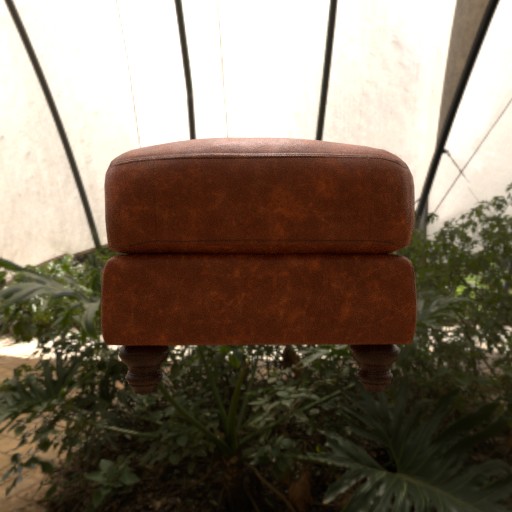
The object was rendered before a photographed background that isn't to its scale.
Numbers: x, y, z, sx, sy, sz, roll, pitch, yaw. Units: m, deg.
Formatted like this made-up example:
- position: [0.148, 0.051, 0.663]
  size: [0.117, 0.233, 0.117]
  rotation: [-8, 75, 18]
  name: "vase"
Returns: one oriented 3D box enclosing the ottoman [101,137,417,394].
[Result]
- position: [0.000, 0.000, 1.255]
  size: [0.657, 0.562, 0.832]
  rotation: [0, 0, -1]
  name: "ottoman"
